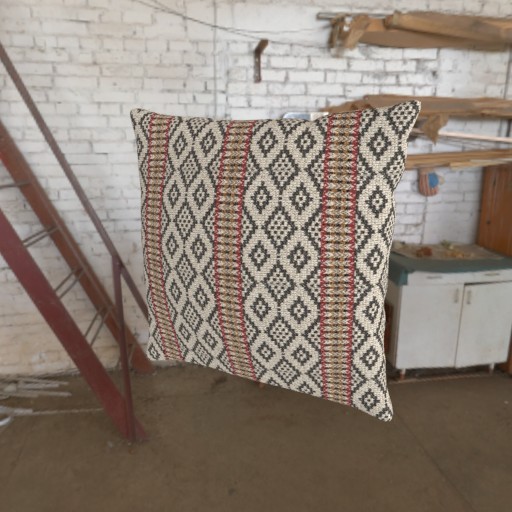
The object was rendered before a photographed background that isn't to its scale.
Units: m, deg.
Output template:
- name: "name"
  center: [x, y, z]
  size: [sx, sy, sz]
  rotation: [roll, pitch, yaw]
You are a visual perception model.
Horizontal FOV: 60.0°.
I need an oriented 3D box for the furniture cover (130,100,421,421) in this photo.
- name: "furniture cover"
  center: [0.000, 0.000, 0.777]
  size: [0.503, 0.506, 0.182]
  rotation: [7, 16, 25]
